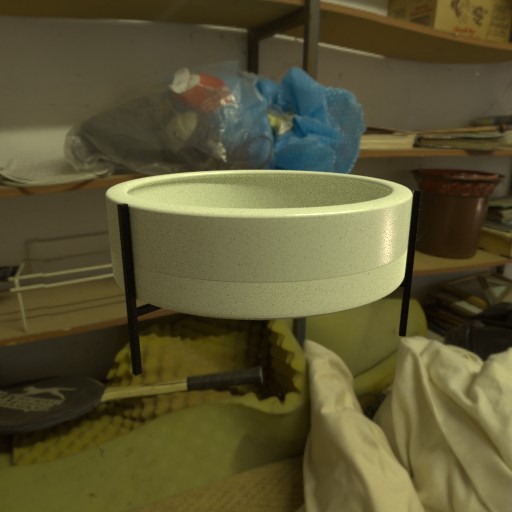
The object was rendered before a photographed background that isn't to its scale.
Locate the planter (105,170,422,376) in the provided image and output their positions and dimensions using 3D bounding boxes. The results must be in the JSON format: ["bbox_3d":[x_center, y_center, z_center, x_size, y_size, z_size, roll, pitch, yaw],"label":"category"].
[{"bbox_3d":[0.000,0.000,0.530,0.336,0.171,0.345,16,23,42],"label":"planter"}]
